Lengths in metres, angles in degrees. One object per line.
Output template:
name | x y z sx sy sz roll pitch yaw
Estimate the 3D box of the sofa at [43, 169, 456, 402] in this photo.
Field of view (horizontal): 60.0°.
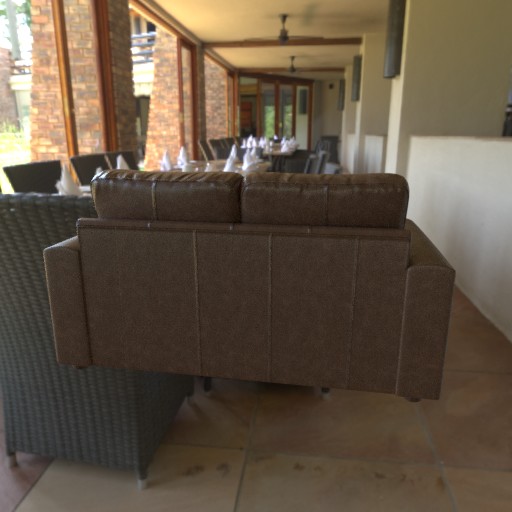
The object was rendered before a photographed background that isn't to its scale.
sofa | 0.000 0.000 2.196 1.616 0.873 1.016 3 16 10
